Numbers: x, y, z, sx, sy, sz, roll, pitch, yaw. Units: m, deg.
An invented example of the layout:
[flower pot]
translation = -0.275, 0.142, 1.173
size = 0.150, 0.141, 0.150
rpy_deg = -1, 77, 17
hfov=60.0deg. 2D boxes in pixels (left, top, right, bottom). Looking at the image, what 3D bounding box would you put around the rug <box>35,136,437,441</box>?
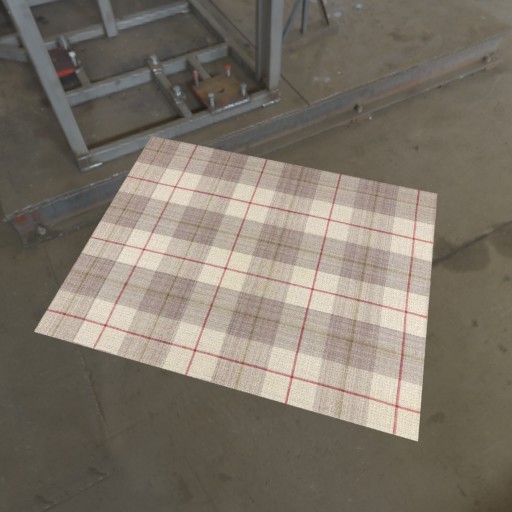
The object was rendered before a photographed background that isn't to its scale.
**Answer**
[rug]
translation = 0.000, 0.000, 3.870
size = 2.959, 0.016, 2.317
rpy_deg = 13, 58, 9
